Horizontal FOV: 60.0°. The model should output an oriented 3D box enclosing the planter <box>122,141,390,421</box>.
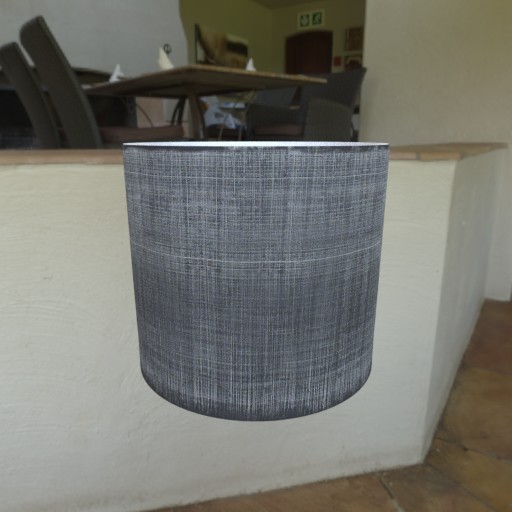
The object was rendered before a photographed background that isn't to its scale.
[{"bbox_3d":[0.000,0.000,0.407,0.221,0.201,0.221,0,15,0],"label":"planter"}]
